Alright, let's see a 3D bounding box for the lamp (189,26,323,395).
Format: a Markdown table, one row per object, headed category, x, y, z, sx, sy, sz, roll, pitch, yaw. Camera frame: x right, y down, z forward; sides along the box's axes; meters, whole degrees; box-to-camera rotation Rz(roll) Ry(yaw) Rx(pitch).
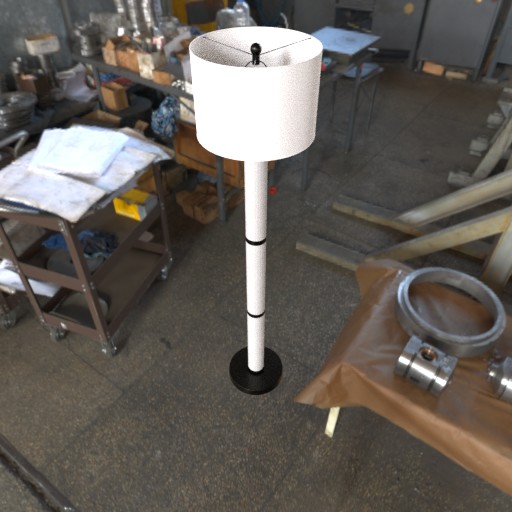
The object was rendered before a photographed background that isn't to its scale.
| category | x | y | z | sx | sy | sz | roll | pitch | yaw |
| --- | --- | --- | --- | --- | --- | --- | --- | --- | --- |
| lamp | 0.000 | 0.000 | 1.774 | 0.377 | 1.599 | 0.377 | 1 | 42 | 1 |
